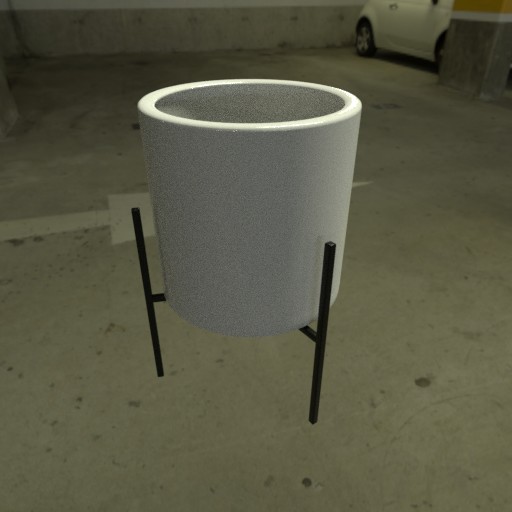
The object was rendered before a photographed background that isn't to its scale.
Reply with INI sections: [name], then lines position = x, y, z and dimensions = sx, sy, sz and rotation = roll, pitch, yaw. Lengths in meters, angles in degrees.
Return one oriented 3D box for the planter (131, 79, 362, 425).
[planter]
position = 0.000, 0.000, 0.523
dimensions = 0.239, 0.356, 0.239
rotation = -20, 37, -30
